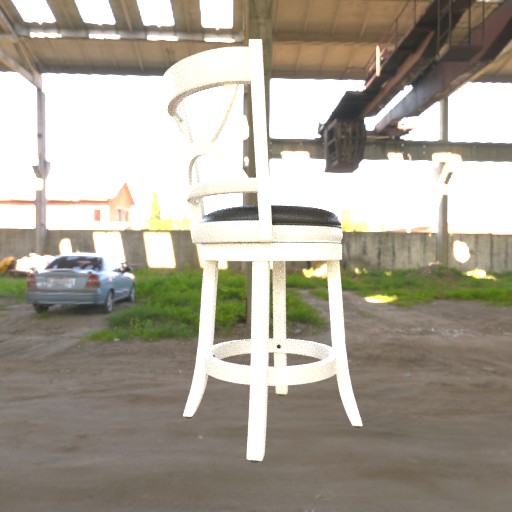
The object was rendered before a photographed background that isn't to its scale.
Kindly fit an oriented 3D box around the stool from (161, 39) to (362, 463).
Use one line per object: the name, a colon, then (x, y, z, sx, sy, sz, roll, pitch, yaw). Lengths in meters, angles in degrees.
stool: (0.000, 0.000, 1.235, 0.508, 0.953, 0.444, 0, 1, -36)
